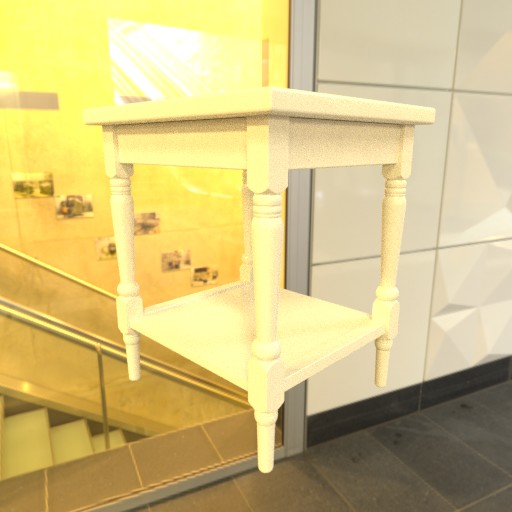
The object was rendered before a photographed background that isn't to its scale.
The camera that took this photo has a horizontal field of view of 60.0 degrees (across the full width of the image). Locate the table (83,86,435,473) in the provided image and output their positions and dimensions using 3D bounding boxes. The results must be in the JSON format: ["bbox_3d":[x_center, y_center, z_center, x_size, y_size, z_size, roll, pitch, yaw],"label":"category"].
[{"bbox_3d":[0.000,0.000,0.892,0.488,0.565,0.442,14,19,43],"label":"table"}]
